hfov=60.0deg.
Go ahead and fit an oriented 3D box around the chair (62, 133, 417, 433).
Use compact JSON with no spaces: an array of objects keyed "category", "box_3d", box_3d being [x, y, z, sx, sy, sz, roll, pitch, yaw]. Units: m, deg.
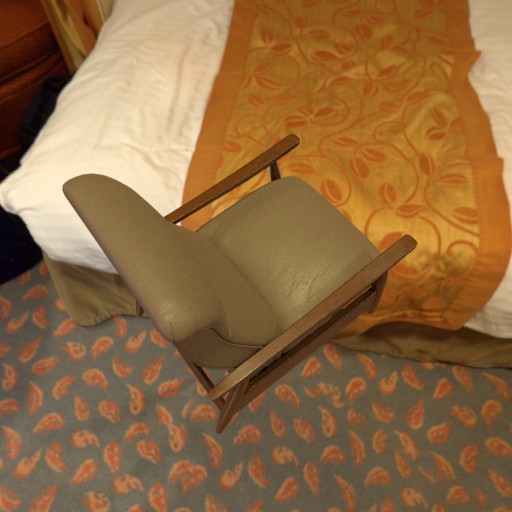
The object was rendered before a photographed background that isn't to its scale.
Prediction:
[{"category":"chair","box_3d":[0.000,0.000,1.786,1.014,1.082,0.762,-33,64,-18]}]
